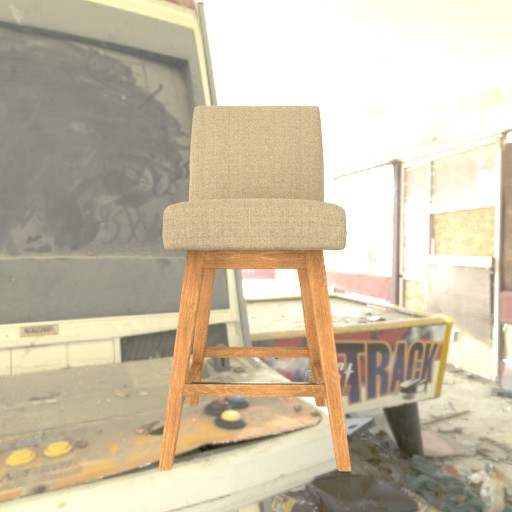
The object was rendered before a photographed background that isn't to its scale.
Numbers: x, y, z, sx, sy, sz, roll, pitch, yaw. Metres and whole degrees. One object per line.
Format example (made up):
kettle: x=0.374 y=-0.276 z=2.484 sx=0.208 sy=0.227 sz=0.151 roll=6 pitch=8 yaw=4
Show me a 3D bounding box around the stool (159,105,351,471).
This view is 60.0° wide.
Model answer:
stool: x=0.000 y=0.000 z=1.294 sx=0.459 sy=1.010 sz=0.526 roll=0 pitch=1 yaw=1
